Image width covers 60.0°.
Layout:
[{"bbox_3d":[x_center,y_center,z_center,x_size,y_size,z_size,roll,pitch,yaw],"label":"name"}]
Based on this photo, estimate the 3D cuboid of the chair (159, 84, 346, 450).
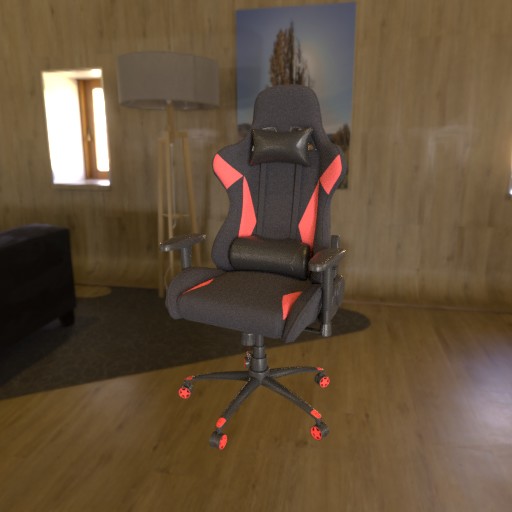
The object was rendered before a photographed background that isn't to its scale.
[{"bbox_3d":[0.000,0.000,1.744,0.695,1.326,0.658,7,15,27],"label":"chair"}]
